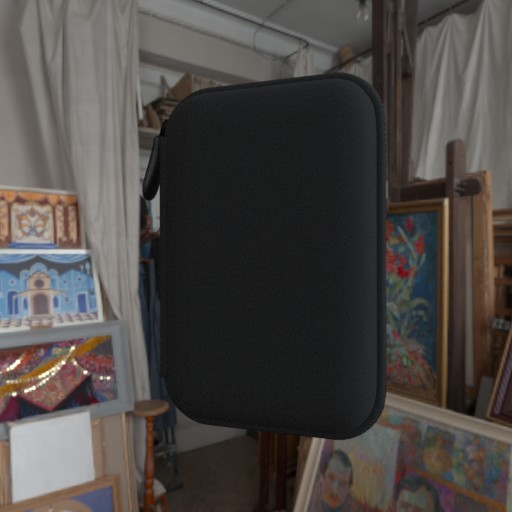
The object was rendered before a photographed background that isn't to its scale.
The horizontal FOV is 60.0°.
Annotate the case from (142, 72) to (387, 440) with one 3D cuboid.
[{"bbox_3d":[0.000,0.000,0.189,0.107,0.147,0.030,0,0,17],"label":"case"}]
